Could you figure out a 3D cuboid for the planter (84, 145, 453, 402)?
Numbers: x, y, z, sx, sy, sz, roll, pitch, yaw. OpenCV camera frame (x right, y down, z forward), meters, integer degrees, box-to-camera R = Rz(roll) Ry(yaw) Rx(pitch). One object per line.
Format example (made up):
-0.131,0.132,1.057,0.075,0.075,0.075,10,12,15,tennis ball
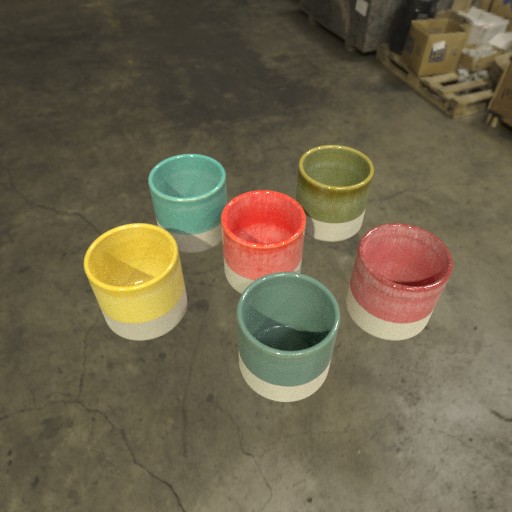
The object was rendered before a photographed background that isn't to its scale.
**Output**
0.000,0.000,0.407,0.286,0.075,0.257,-15,49,-14,planter
